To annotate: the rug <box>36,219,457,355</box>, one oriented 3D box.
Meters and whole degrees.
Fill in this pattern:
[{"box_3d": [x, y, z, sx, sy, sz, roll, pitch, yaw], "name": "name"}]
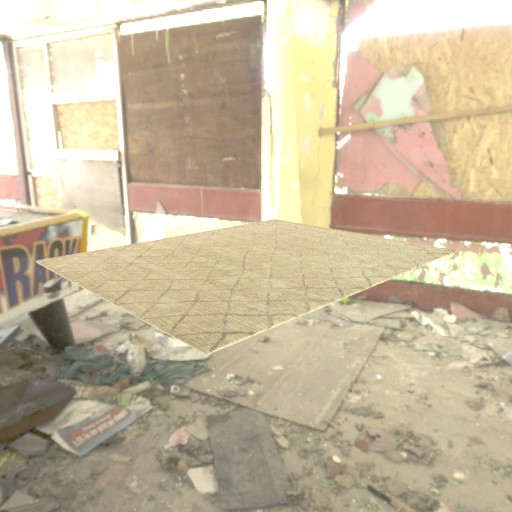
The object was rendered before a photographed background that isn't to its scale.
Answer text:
[{"box_3d": [0.000, 0.000, 4.076, 3.038, 0.019, 2.420, -14, 20, -42], "name": "rug"}]
